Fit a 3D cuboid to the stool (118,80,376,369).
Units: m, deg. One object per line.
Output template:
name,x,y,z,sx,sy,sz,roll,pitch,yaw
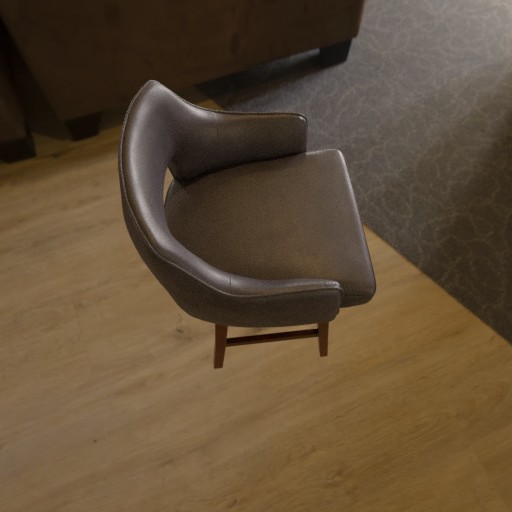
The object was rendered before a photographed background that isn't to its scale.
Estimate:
stool,0.000,0.000,1.340,0.560,1.041,0.550,-6,64,-3
